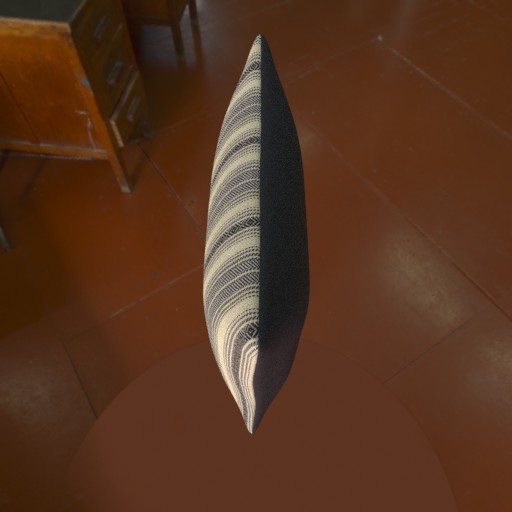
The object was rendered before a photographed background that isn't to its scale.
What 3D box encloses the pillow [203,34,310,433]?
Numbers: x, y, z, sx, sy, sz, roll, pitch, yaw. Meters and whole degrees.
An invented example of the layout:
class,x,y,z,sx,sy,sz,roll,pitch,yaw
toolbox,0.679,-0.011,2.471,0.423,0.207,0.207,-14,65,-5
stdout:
class,x,y,z,sx,sy,sz,roll,pitch,yaw
pillow,0.000,0.000,0.781,0.166,0.508,0.520,1,58,0
